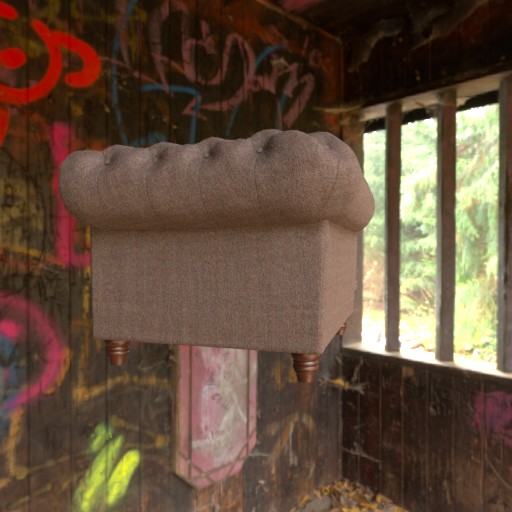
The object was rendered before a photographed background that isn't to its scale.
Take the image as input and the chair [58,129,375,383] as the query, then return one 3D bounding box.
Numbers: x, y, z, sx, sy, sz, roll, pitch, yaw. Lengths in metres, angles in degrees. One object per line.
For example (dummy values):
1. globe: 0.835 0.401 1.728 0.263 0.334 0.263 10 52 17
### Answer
1. chair: 0.000 0.000 1.882 0.945 0.780 1.298 0 1 18
